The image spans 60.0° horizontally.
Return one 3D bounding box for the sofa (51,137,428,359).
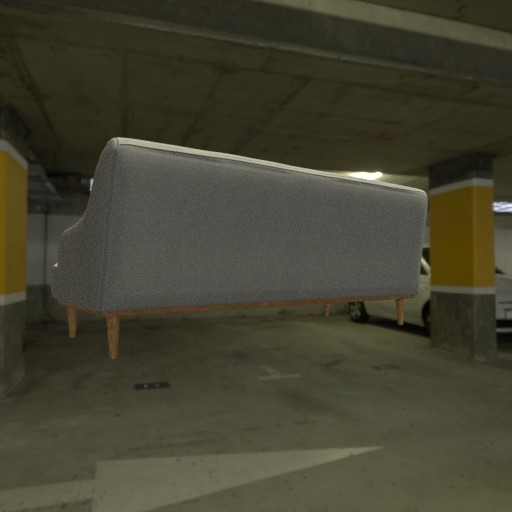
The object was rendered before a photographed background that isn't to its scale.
[{"bbox_3d":[0.000,0.000,2.587,2.057,0.871,0.978,1,-2,-35],"label":"sofa"}]
